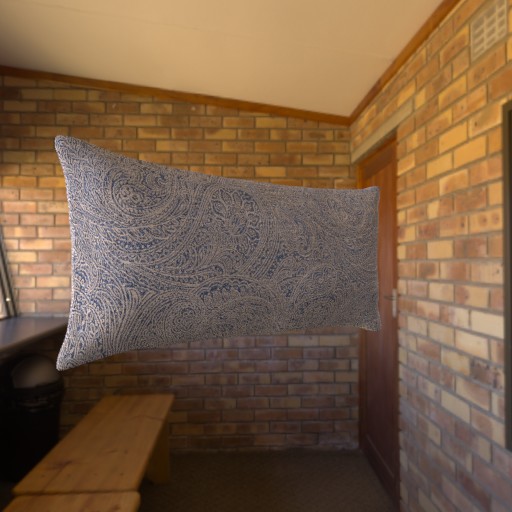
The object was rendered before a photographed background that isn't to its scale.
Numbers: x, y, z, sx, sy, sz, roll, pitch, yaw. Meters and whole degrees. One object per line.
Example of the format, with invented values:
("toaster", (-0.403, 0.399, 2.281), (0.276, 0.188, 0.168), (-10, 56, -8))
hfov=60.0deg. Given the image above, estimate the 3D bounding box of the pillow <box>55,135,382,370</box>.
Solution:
("pillow", (0.000, 0.000, 0.728), (0.615, 0.295, 0.151), (1, -2, -35))
